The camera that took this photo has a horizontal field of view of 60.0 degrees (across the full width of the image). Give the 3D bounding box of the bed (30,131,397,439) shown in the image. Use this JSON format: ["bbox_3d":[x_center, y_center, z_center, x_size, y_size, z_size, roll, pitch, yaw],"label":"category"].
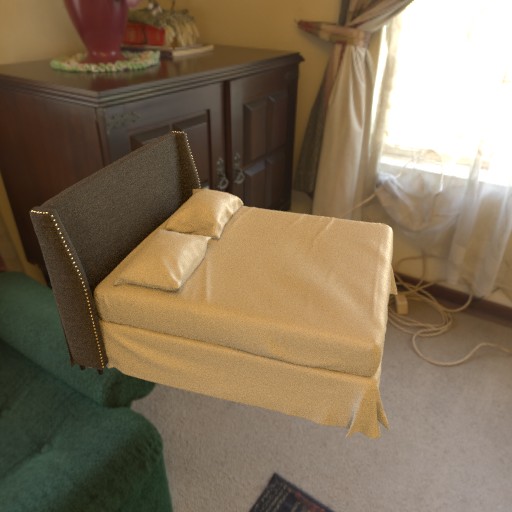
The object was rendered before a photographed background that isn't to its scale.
[{"bbox_3d":[0.000,0.000,3.451,2.276,1.332,1.925,9,32,15],"label":"bed"}]
